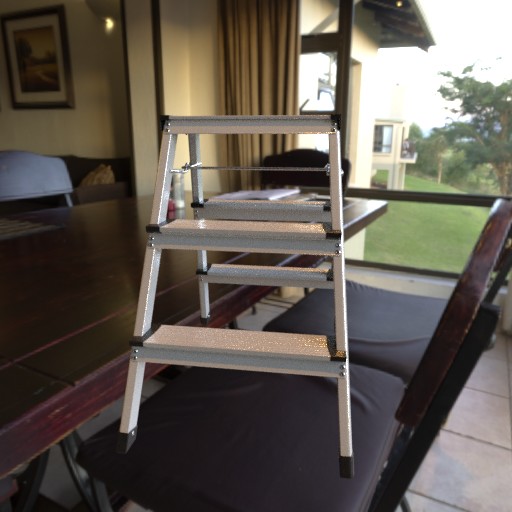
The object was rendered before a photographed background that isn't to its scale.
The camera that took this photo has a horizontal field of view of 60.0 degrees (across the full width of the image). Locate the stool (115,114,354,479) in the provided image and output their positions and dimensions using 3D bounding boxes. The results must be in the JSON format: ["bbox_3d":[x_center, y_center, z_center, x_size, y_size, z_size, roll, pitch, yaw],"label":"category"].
[{"bbox_3d":[0.000,0.000,1.005,0.437,0.605,0.622,2,16,9],"label":"stool"}]
